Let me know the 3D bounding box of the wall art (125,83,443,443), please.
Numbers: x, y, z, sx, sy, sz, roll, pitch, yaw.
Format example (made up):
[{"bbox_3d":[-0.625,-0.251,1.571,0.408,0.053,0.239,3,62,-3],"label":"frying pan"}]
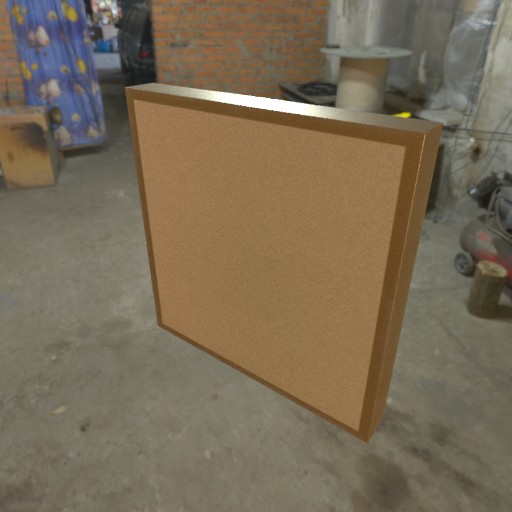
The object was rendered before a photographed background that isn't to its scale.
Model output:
[{"bbox_3d":[0.000,0.000,0.457,0.306,0.305,0.038,21,35,32],"label":"wall art"}]
